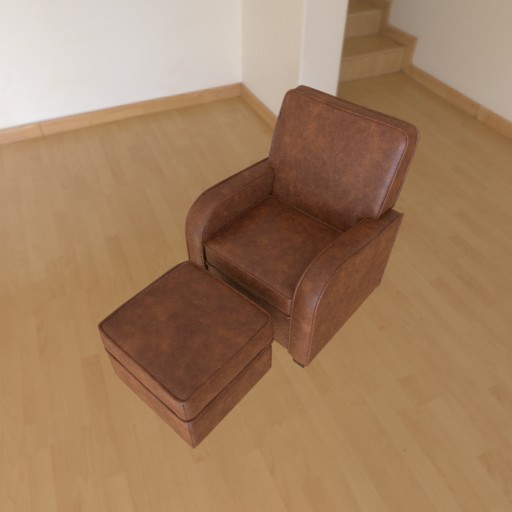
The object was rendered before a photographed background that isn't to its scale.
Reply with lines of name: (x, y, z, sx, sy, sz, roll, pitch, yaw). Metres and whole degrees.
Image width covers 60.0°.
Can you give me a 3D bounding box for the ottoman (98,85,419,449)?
ottoman: (0.000, 0.000, 1.869, 0.732, 0.904, 1.314, 32, 53, 27)
